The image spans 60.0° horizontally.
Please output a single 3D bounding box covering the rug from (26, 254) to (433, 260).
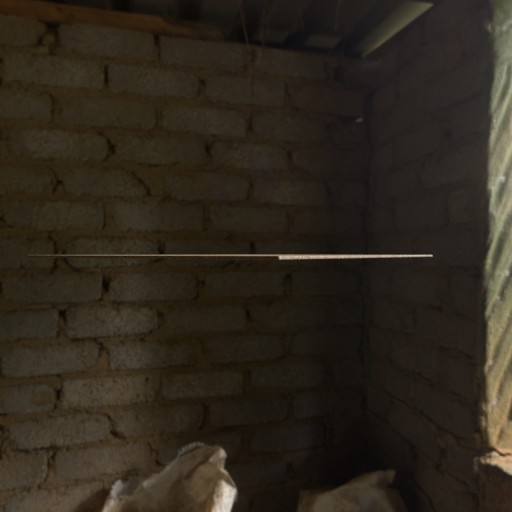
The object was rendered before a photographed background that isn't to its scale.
[{"bbox_3d":[0.000,0.000,4.133,2.420,0.019,3.039,0,0,35],"label":"rug"}]
